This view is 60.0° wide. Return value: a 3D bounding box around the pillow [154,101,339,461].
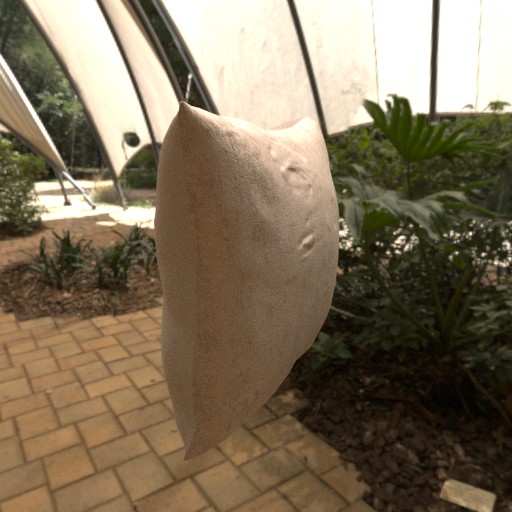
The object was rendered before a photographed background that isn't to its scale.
[{"bbox_3d":[0.000,0.000,0.720,0.245,0.448,0.450,7,16,26],"label":"pillow"}]
